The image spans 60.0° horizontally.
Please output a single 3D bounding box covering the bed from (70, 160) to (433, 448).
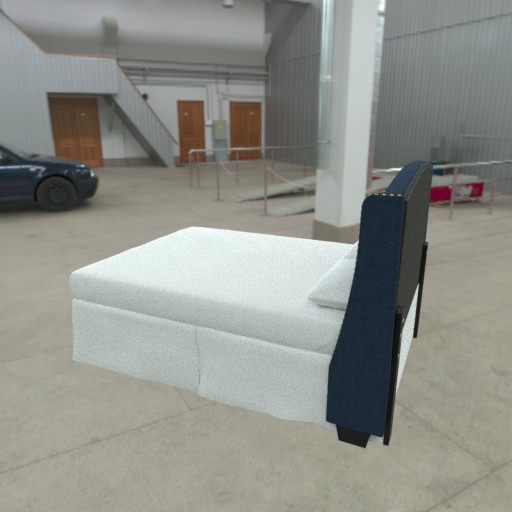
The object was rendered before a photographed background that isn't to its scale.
[{"bbox_3d":[0.000,0.000,3.198,2.223,1.402,1.604,8,19,24],"label":"bed"}]
